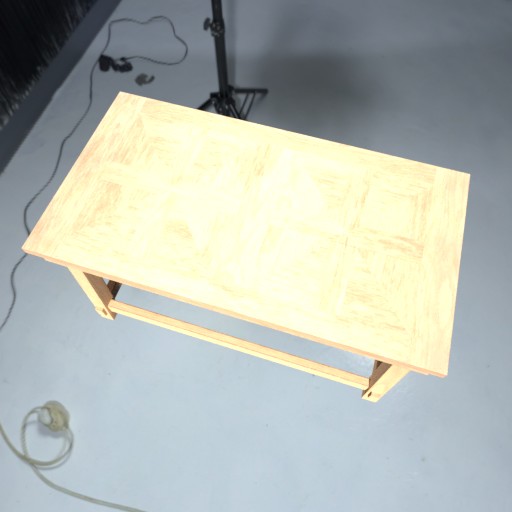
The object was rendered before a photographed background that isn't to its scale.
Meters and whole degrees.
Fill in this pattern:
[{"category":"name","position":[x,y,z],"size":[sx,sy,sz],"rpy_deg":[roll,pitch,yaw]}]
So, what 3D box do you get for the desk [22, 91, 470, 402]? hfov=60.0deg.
[{"category":"desk","position":[0.000,0.000,1.994],"size":[1.499,0.762,0.813],"rpy_deg":[16,64,8]}]
